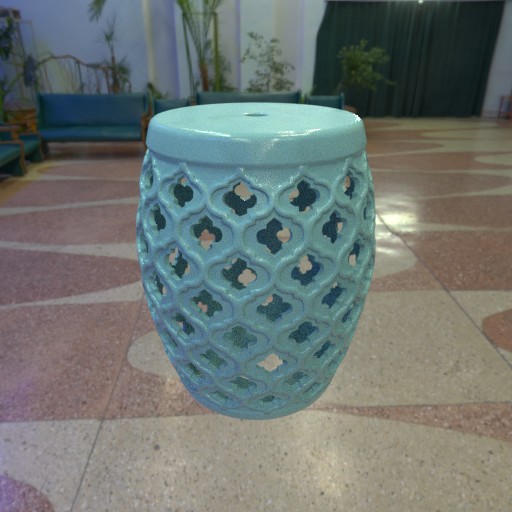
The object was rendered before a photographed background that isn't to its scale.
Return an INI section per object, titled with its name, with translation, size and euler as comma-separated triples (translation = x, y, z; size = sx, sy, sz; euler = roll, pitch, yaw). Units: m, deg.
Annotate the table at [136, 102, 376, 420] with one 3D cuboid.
[table]
translation = 0.000, 0.000, 0.632
size = 0.325, 0.388, 0.325
euler = 0, 26, 0
